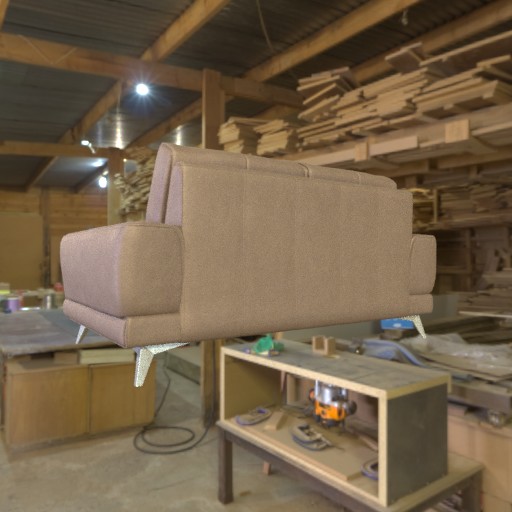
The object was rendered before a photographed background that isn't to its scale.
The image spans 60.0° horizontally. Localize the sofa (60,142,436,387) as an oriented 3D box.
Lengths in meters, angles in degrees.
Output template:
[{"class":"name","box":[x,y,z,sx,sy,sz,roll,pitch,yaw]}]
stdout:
[{"class":"sofa","box":[0.000,0.000,2.374,1.806,0.907,1.018,0,0,-34]}]
